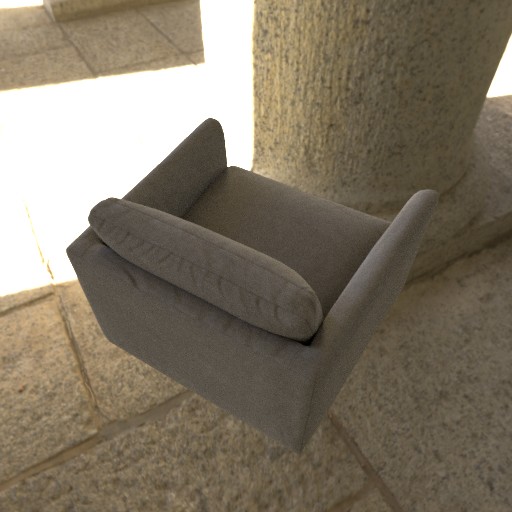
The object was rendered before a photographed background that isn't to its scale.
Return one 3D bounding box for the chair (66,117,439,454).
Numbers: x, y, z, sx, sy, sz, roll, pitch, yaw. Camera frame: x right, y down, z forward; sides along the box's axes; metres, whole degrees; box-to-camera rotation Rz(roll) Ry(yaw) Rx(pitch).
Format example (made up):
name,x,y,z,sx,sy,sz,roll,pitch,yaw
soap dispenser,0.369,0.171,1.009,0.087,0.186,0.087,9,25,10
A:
name,x,y,z,sx,sy,sz,roll,pitch,yaw
chair,0.000,0.000,1.941,1.190,0.845,1.091,24,52,20
